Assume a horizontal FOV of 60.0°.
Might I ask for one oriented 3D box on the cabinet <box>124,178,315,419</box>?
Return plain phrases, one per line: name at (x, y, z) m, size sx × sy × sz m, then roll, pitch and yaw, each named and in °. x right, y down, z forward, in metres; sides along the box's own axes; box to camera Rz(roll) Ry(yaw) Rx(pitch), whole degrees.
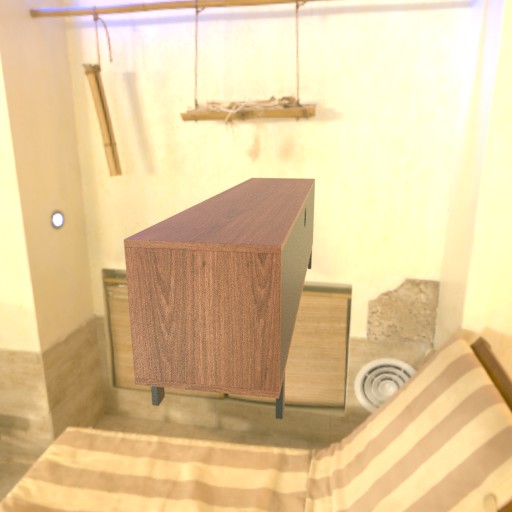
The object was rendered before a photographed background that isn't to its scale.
cabinet at (0.000, 0.000, 1.852) m, size 0.400 × 0.500 × 1.650 m, roll 3°, pitch 15°, yaw 10°
